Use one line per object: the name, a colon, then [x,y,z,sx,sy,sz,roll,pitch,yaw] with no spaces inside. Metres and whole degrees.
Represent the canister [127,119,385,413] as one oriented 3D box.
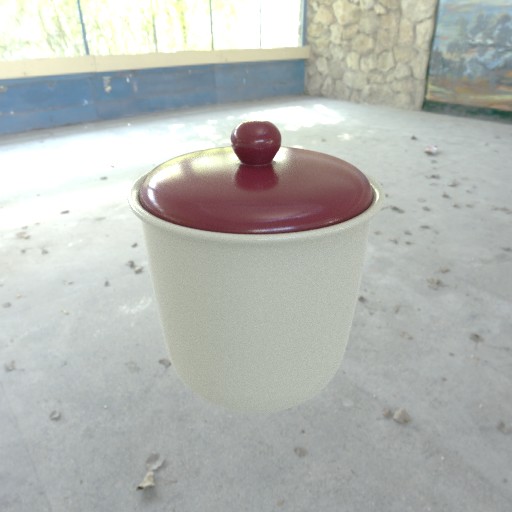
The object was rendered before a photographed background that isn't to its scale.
canister: [0.000,0.000,0.348,0.182,0.208,0.182,0,28,0]
